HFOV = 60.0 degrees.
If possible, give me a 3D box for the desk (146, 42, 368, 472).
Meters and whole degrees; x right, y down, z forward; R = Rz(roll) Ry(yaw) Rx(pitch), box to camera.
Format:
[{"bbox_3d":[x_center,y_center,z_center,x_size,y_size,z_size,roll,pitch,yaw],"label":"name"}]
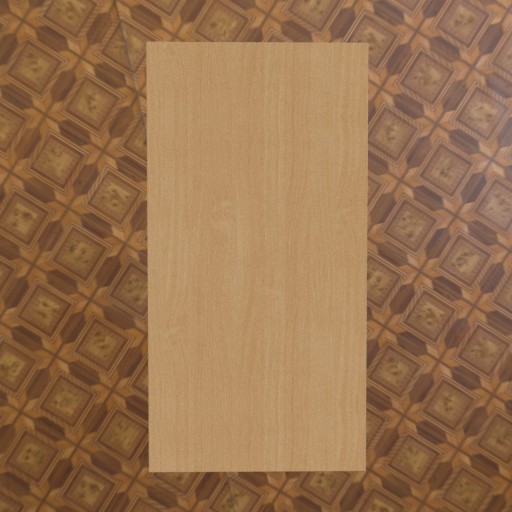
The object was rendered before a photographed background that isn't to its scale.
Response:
[{"bbox_3d":[0.000,0.000,1.499,0.560,0.735,1.097,0,91,-1],"label":"desk"}]
